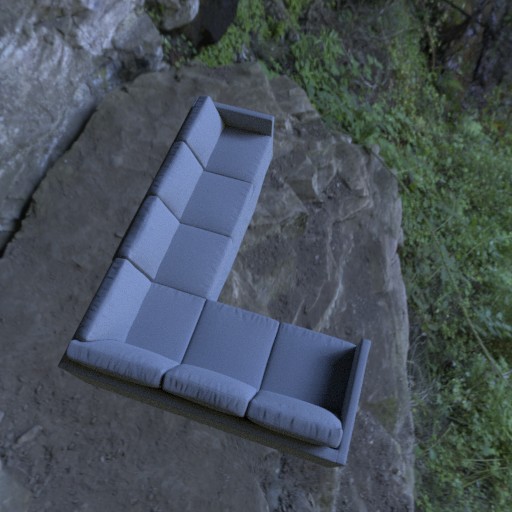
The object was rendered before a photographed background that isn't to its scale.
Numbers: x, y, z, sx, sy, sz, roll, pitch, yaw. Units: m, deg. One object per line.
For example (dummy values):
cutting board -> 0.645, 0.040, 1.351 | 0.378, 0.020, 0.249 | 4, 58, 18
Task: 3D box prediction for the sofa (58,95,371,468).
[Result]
sofa -> 0.000, 0.000, 4.359 | 2.432, 0.871, 3.182 | 16, 64, 8
